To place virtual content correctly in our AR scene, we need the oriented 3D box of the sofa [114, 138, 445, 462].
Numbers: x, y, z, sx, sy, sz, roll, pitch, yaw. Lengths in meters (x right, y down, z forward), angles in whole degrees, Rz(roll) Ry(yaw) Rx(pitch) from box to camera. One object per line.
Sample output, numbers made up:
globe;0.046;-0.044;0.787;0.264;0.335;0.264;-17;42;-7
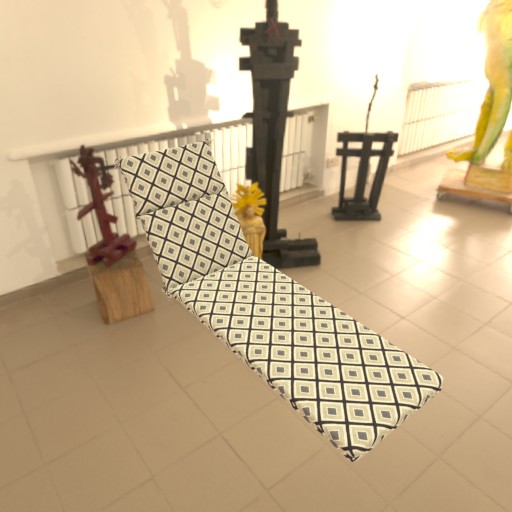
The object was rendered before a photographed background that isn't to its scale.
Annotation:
sofa;0.000;0.000;1.958;0.582;0.622;1.663;-22;37;-32
